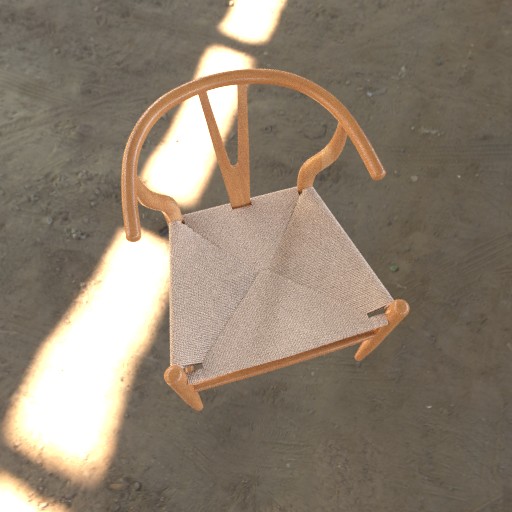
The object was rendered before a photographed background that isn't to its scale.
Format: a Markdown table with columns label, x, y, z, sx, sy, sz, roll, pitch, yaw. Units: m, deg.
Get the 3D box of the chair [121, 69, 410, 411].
| label | x | y | z | sx | sy | sz | roll | pitch | yaw |
| --- | --- | --- | --- | --- | --- | --- | --- | --- | --- |
| chair | 0.000 | 0.000 | 1.180 | 0.569 | 0.730 | 0.579 | -15 | 64 | -7 |
